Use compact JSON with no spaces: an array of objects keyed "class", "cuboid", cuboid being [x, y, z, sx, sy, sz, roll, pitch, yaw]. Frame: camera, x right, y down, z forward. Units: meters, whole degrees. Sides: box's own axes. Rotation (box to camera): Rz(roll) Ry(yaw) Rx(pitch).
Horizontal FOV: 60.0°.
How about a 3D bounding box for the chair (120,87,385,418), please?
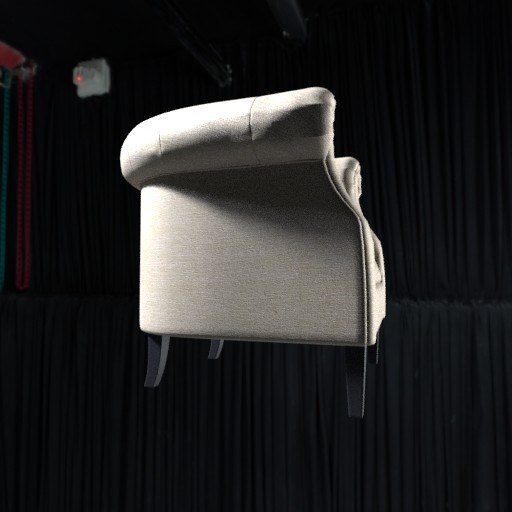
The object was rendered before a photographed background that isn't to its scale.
[{"class":"chair","cuboid":[0.000,0.000,1.553,0.852,0.827,0.905,-1,-3,18]}]
